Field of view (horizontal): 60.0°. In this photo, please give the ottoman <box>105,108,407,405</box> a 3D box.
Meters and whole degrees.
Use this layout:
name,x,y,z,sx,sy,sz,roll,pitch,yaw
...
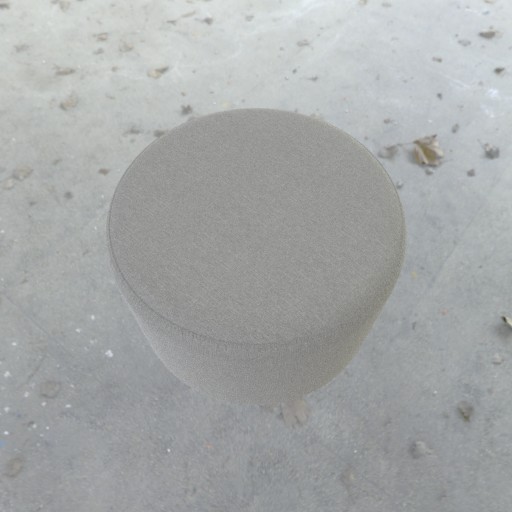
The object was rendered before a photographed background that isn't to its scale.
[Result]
name,x,y,z,sx,sy,sz,roll,pitch,yaw
ottoman,0.000,0.000,1.036,0.608,0.433,0.608,0,58,0
